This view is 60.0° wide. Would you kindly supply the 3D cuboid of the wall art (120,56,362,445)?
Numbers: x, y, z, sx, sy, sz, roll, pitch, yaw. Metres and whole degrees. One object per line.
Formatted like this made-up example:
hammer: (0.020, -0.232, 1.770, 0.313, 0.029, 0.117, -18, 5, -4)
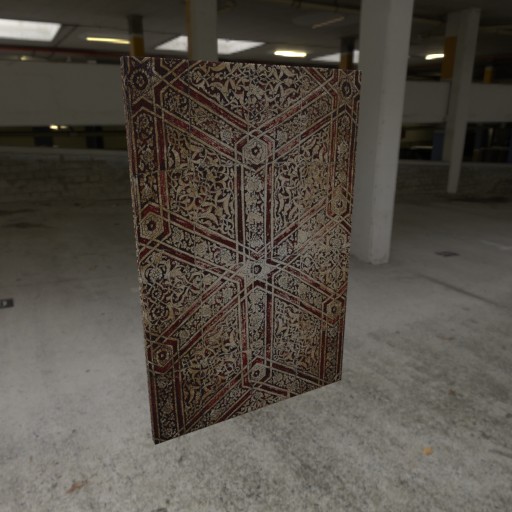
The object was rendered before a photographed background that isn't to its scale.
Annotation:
wall art: (0.000, 0.000, 1.137, 0.599, 0.904, 0.030, -9, 20, -27)
